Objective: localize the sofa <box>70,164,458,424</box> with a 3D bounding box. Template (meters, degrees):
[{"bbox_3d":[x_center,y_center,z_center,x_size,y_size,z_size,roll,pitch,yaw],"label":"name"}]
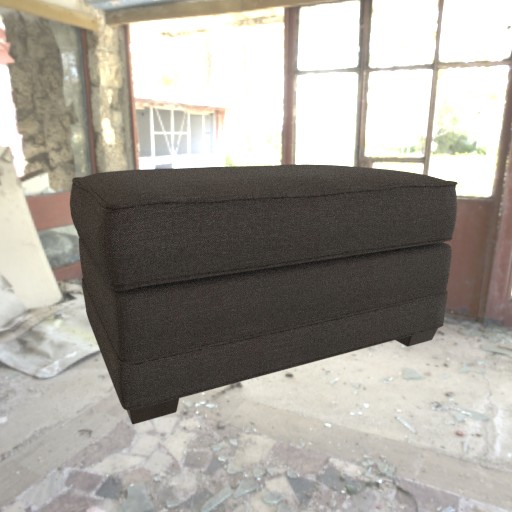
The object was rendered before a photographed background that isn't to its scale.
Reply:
[{"bbox_3d":[0.000,0.000,1.180,0.854,0.457,0.578,-8,17,-26],"label":"sofa"}]
